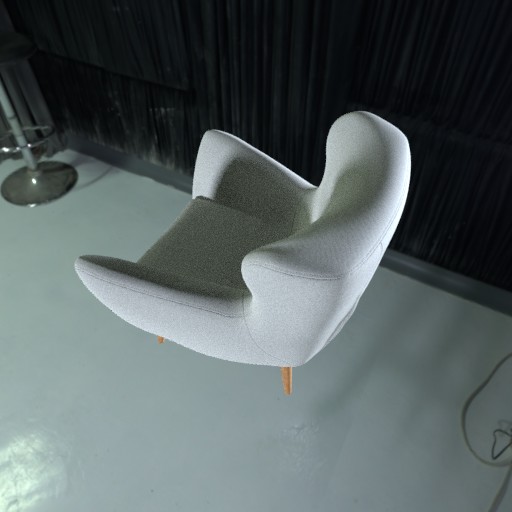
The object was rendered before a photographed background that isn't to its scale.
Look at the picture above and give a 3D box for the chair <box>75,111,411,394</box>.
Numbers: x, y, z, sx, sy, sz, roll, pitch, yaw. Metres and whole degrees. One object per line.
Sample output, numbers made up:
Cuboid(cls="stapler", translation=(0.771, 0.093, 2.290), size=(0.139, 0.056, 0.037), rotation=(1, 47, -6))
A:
Cuboid(cls="chair", translation=(0.000, 0.000, 1.624), size=(0.889, 0.889, 0.890), rotation=(19, 50, 17))
